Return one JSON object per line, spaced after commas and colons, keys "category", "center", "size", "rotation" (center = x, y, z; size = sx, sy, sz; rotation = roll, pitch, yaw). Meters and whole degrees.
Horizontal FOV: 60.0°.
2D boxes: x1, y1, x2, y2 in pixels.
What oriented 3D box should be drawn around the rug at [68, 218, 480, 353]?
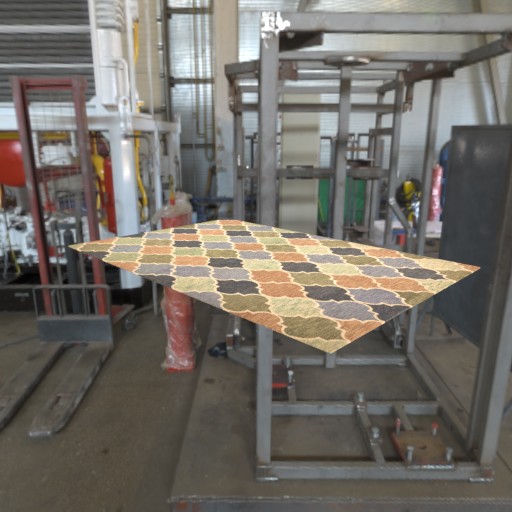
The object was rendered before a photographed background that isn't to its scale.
{"category": "rug", "center": [0.000, 0.000, 2.333], "size": [1.828, 0.006, 1.216], "rotation": [15, 21, 43]}
